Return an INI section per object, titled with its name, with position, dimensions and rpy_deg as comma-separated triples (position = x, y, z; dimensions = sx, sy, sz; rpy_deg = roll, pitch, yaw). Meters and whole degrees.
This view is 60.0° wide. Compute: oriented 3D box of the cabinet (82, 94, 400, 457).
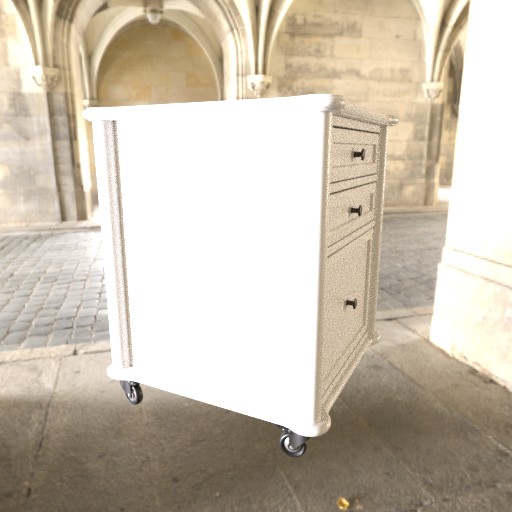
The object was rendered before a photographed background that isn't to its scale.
[cabinet]
position = 0.000, 0.000, 1.232
dimensions = 0.627, 0.761, 0.628
rpy_deg = 7, 15, 26
